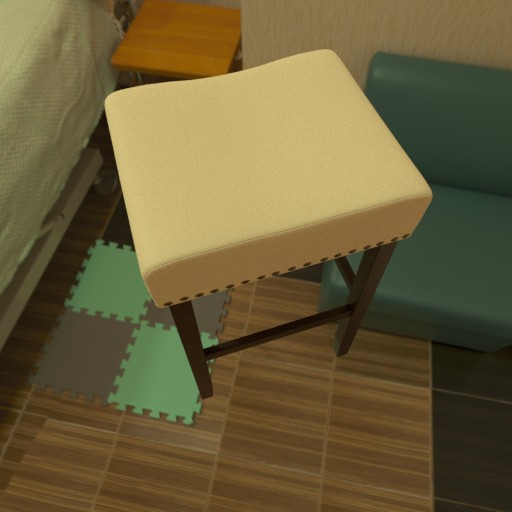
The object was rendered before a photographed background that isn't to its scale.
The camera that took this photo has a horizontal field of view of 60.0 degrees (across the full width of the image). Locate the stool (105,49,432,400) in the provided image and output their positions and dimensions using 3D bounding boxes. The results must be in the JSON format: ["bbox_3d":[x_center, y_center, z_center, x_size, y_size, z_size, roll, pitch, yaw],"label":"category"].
[{"bbox_3d":[0.000,0.000,1.063,0.471,0.762,0.401,-15,59,-10],"label":"stool"}]
